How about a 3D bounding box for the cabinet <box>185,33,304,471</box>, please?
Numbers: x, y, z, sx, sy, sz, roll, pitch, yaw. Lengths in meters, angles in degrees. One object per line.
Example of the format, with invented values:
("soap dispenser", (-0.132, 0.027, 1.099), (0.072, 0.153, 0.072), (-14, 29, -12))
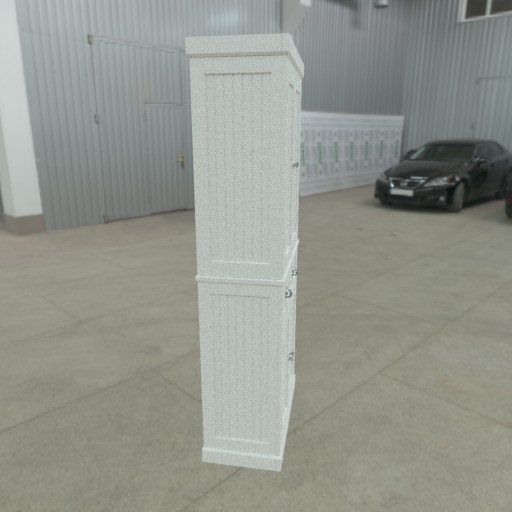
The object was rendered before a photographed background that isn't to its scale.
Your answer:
("cabinet", (0.000, 0.000, 2.172), (0.390, 1.829, 0.754), (3, 16, 10))
